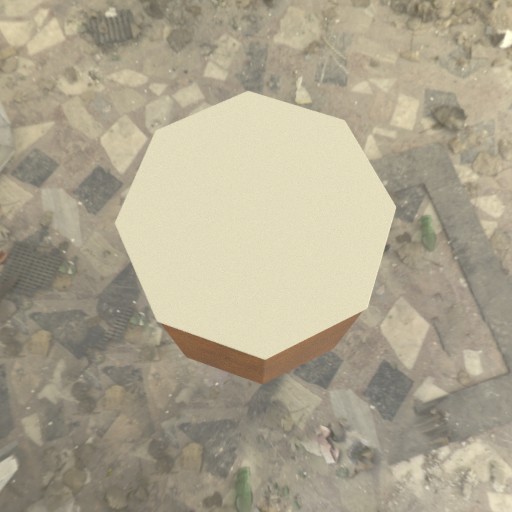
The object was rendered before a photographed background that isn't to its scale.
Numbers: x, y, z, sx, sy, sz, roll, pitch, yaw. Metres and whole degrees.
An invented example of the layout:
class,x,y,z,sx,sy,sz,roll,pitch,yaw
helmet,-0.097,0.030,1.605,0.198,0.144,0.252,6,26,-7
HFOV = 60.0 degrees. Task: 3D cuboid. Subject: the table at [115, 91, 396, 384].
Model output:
class,x,y,z,sx,sy,sz,roll,pitch,yaw
table,0.000,0.000,0.805,0.439,0.457,0.439,-27,78,-6
